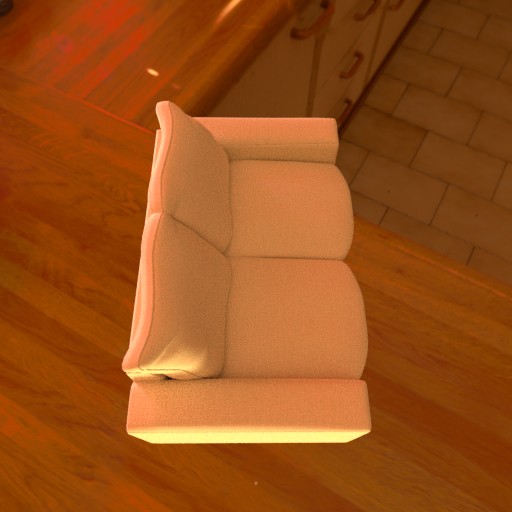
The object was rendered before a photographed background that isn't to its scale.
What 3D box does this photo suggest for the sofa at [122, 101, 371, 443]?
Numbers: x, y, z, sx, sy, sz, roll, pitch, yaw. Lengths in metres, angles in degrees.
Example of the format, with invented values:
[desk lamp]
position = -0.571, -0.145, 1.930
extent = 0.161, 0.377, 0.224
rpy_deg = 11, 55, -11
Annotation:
[sofa]
position = 0.000, 0.000, 2.327
extent = 1.091, 0.875, 1.754
rpy_deg = 0, 63, 0
